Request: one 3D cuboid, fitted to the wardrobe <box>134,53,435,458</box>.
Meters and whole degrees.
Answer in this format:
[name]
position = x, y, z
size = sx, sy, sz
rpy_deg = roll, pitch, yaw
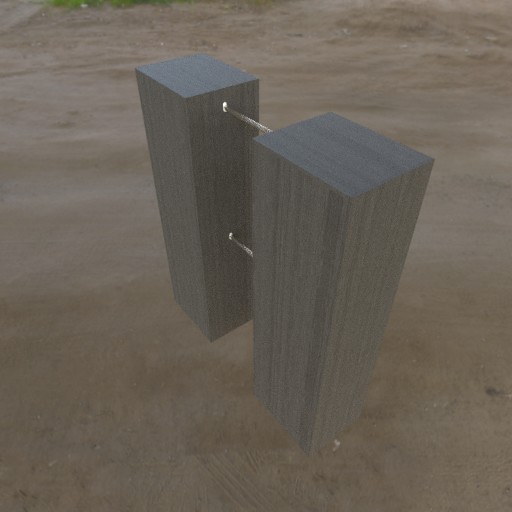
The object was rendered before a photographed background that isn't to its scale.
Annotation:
[wardrobe]
position = 0.000, 0.000, 2.872
size = 0.480, 2.000, 1.770
rpy_deg = -26, 47, -27
